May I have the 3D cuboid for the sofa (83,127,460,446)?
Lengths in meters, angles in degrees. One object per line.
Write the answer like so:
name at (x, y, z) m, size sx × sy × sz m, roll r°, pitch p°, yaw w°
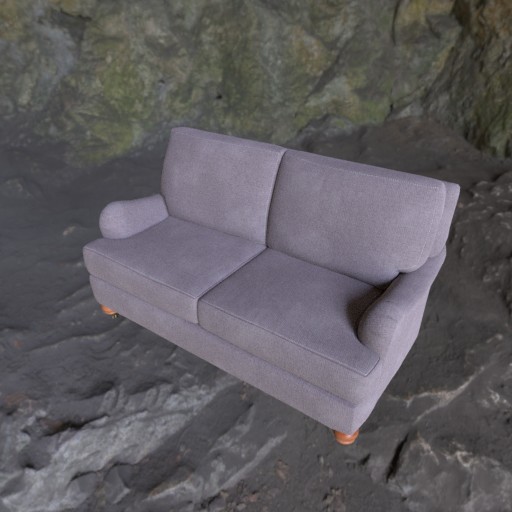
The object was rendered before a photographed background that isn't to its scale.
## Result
sofa at (0.000, 0.000, 2.526) m, size 1.853 × 1.101 × 1.084 m, roll 20°, pitch 36°, yaw 29°
